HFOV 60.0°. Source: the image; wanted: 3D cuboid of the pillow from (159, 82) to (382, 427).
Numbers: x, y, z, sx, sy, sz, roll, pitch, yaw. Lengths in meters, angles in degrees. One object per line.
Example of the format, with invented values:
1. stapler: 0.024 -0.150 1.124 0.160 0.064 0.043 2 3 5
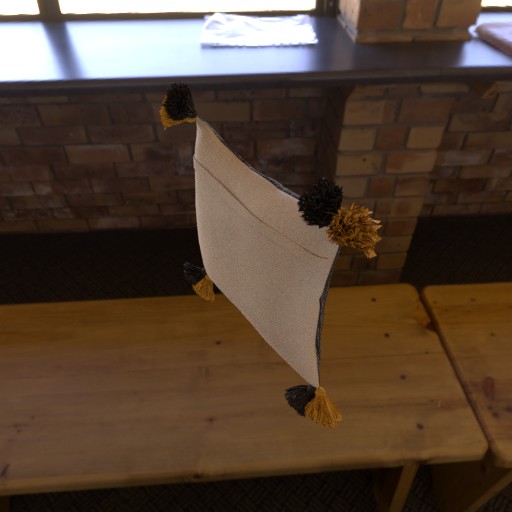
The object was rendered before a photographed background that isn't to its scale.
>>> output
1. pillow: 0.000 0.000 1.001 0.139 0.659 0.654 -25 48 -25
